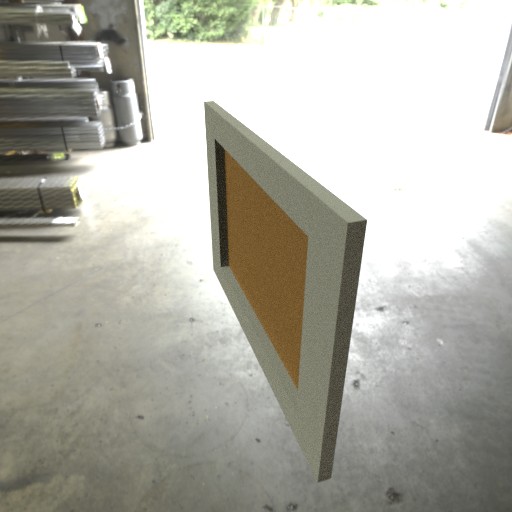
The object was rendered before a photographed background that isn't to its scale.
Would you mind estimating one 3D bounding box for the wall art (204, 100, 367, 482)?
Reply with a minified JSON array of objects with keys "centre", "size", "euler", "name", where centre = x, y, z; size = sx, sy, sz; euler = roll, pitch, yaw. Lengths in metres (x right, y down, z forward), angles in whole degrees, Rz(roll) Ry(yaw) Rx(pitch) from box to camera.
[{"centre":[0.000,0.000,1.166],"size":[0.033,0.617,0.906],"euler":[-10,32,-16],"name":"wall art"}]
